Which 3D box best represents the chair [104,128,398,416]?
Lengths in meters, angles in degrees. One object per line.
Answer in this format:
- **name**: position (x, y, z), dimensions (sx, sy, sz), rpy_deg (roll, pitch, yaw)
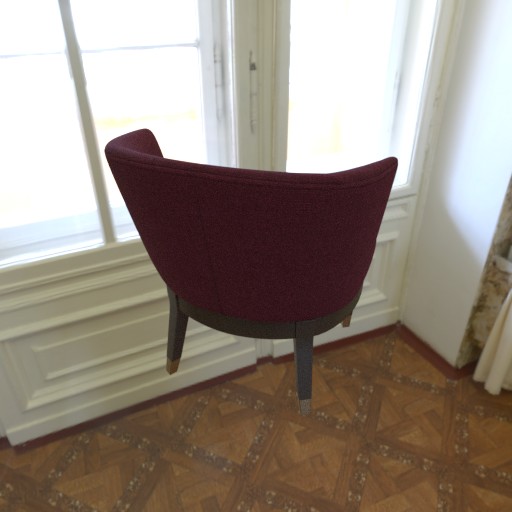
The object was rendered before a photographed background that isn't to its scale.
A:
- **chair**: position (0.000, 0.000, 1.296), dimensions (0.700, 0.760, 0.660), rpy_deg (11, 33, 18)
